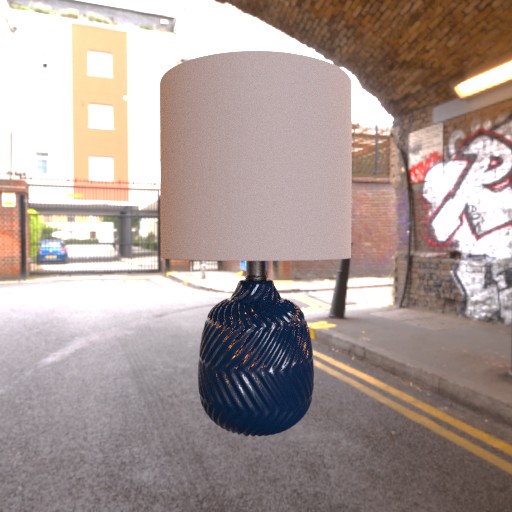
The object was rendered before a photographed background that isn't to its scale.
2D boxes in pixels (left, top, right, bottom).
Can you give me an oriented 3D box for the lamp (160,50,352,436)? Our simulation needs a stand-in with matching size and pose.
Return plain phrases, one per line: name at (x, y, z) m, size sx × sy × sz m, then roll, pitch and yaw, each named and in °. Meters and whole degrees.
lamp at (0.000, 0.000, 0.484) m, size 0.203 × 0.368 × 0.203 m, roll 1°, pitch 2°, yaw 18°
